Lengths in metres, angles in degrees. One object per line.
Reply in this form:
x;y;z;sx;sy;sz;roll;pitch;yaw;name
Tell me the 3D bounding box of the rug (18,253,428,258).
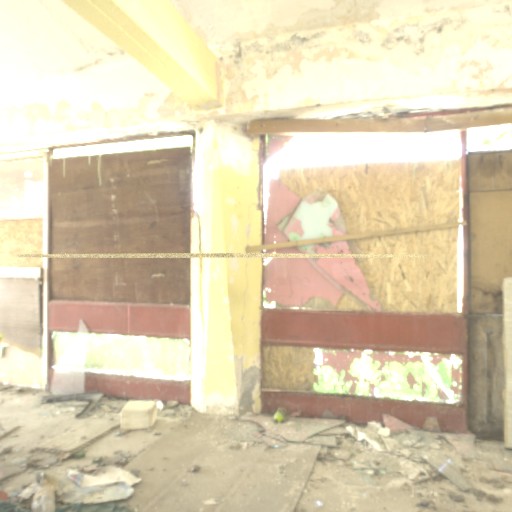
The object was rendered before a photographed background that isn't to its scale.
0.000;0.000;2.879;1.532;0.018;2.297;0;0;37;rug
